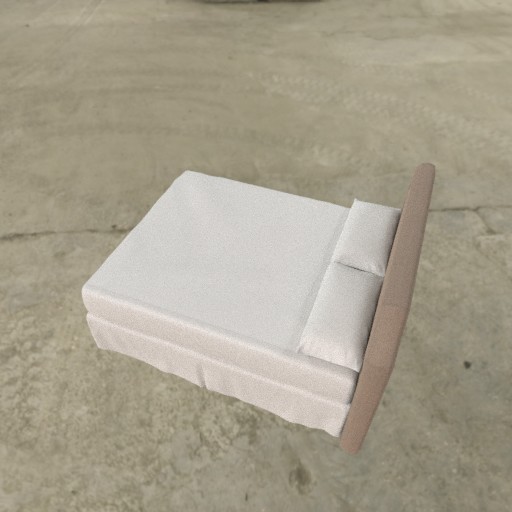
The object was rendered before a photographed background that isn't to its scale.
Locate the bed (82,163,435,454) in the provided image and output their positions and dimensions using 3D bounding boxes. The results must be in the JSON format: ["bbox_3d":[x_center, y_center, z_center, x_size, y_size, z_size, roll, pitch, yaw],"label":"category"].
[{"bbox_3d":[0.000,0.000,3.347,2.164,1.303,1.828,16,47,15],"label":"bed"}]
